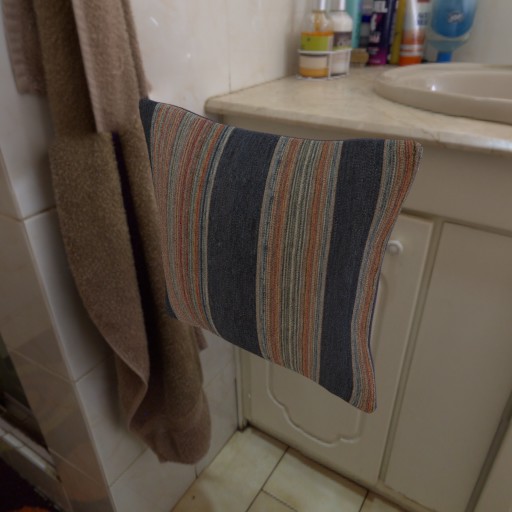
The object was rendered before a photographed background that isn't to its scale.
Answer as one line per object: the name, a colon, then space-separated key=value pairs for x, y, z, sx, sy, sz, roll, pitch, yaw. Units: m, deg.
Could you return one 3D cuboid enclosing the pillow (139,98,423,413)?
pillow: x=0.000 y=0.000 z=0.674 sx=0.437 sy=0.419 sz=0.136 roll=19 pitch=36 yaw=29
